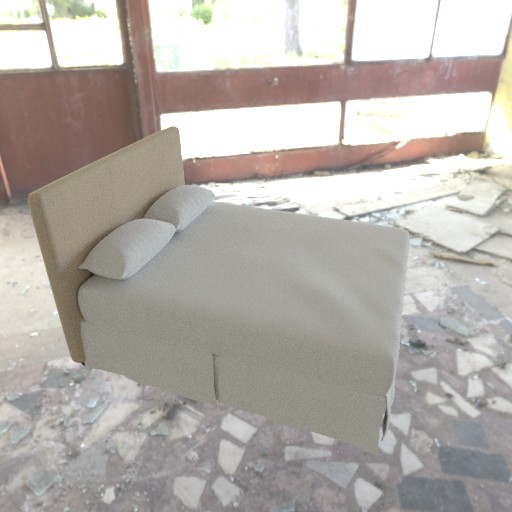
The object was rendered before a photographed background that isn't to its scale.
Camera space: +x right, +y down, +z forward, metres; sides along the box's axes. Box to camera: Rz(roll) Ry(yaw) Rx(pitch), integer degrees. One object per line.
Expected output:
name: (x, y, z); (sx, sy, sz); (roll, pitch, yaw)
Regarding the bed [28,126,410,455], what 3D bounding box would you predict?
bed: (0.000, 0.000, 3.159); (2.142, 1.330, 1.723); (10, 32, 17)
